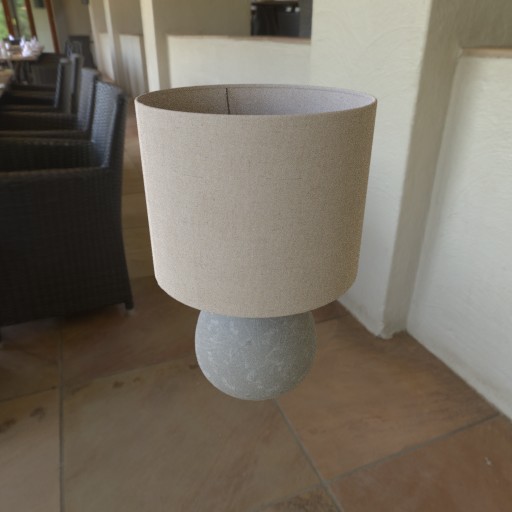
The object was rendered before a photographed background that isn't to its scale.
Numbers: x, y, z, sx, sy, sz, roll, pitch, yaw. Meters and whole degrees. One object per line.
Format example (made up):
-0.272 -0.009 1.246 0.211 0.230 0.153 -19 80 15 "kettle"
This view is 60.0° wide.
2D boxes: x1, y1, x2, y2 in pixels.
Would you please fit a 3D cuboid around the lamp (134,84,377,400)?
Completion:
0.000 0.000 0.596 0.269 0.409 0.269 -9 28 -17 "lamp"
